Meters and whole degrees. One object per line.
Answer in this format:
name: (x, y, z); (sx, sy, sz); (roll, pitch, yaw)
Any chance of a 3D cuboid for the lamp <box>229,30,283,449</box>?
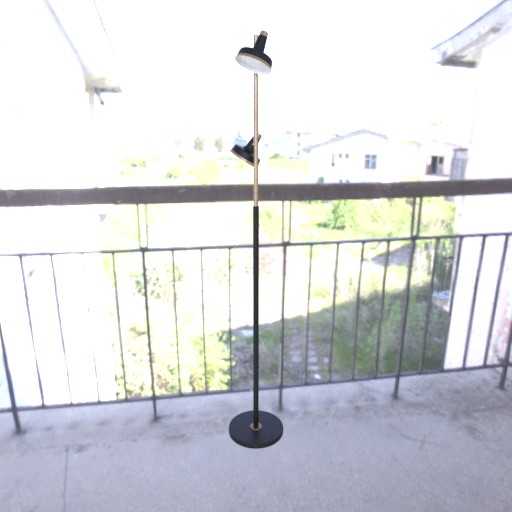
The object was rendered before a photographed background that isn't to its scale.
lamp: (0.000, 0.000, 1.836); (0.253, 1.674, 0.351); (-2, 15, -7)
